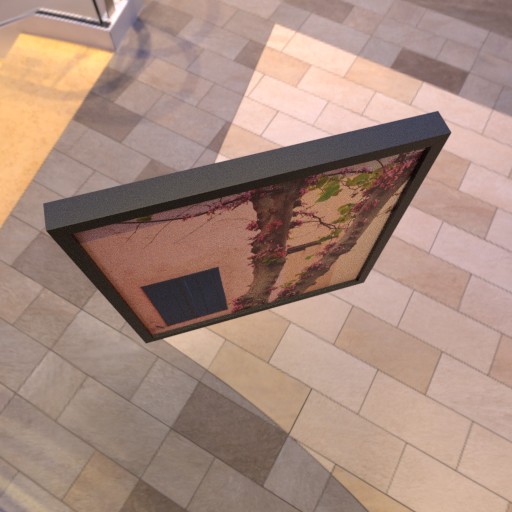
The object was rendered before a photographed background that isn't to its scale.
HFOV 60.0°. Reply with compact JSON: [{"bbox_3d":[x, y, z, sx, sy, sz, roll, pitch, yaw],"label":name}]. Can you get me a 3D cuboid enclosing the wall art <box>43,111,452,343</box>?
[{"bbox_3d":[0.000,0.000,0.770,0.508,0.508,0.038,-15,65,-7],"label":"wall art"}]
